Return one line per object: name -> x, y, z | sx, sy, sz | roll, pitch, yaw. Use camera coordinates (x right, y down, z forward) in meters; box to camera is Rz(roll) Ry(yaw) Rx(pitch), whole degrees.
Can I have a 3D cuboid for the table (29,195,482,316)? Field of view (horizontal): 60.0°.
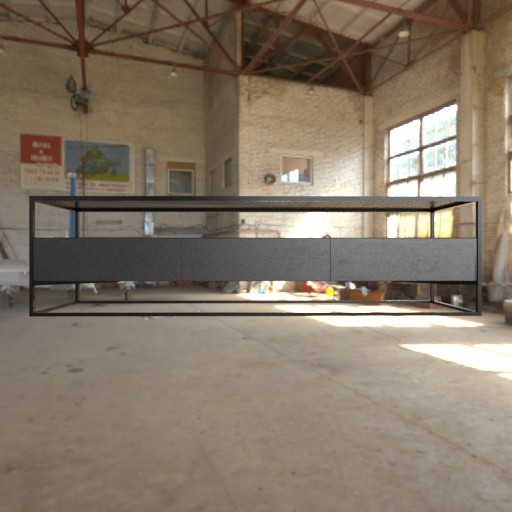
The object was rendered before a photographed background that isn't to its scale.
table -> 0.000, 0.000, 1.650 | 1.486, 0.395, 0.399 | 0, 0, -1
